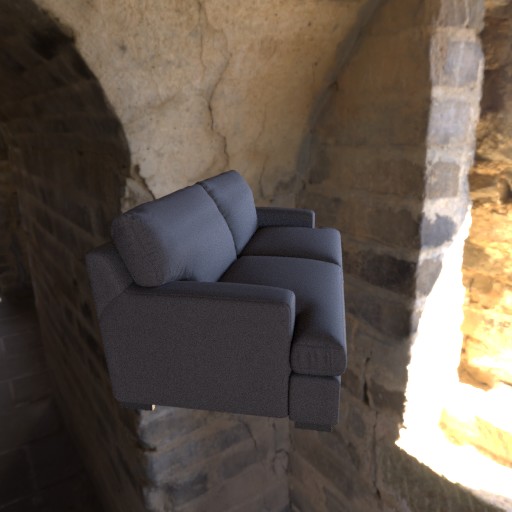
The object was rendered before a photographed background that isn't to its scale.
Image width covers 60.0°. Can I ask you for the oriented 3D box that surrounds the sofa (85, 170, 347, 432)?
[{"bbox_3d":[0.000,0.000,2.921,1.140,0.950,2.271,3,16,9],"label":"sofa"}]
